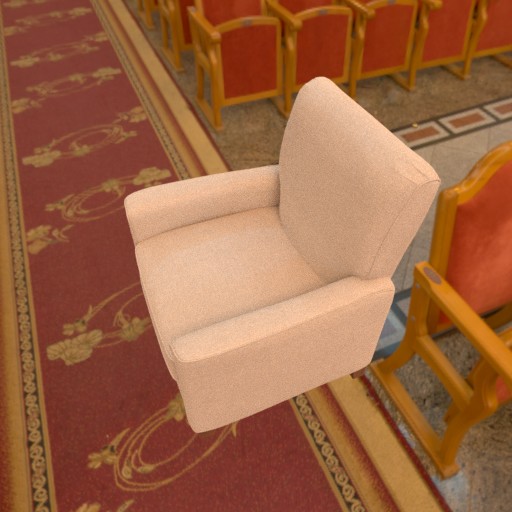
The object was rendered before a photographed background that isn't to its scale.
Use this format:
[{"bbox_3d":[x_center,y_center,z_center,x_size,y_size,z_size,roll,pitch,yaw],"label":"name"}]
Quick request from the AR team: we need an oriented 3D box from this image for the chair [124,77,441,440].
[{"bbox_3d":[0.000,0.000,1.666,0.858,1.023,0.841,-17,49,-15],"label":"chair"}]
